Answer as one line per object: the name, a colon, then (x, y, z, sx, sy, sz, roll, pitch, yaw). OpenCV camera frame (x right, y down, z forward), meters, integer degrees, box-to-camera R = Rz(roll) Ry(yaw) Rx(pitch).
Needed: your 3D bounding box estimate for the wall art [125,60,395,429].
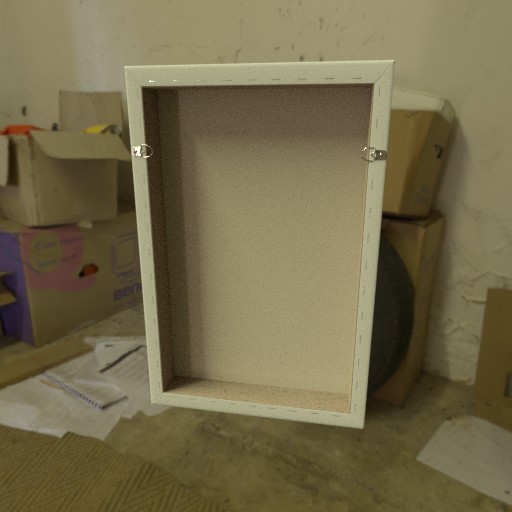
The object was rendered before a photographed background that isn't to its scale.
wall art: (0.000, 0.000, 0.480, 0.252, 0.381, 0.039, 3, 17, 10)
